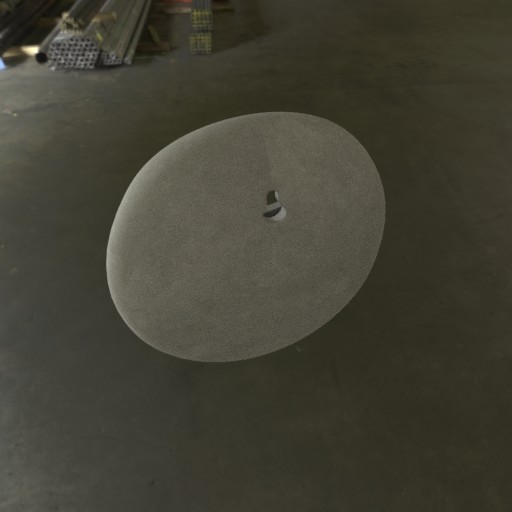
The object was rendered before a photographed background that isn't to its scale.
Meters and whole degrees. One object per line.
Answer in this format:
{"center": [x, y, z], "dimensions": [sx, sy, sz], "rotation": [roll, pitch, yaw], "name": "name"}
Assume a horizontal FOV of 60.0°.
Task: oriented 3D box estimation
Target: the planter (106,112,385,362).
{"center": [0.000, 0.000, 0.288], "dimensions": [0.185, 0.188, 0.071], "rotation": [-13, 42, -15], "name": "planter"}
